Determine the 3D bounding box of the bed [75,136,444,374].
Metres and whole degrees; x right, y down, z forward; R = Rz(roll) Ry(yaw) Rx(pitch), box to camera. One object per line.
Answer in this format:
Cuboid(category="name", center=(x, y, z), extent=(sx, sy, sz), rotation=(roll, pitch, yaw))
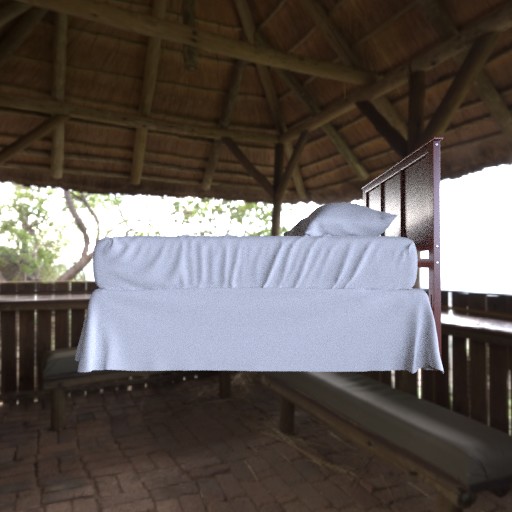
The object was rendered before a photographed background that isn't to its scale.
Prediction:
Cuboid(category="bed", center=(0.000, 0.000, 3.216), extent=(2.050, 1.270, 1.870), rotation=(0, -1, 0))
